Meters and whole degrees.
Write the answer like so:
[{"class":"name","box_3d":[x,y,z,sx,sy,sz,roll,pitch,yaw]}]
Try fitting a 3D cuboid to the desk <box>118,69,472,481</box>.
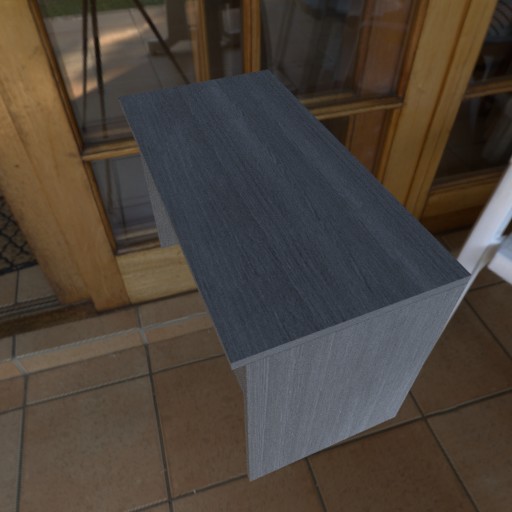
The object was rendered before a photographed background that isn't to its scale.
[{"class":"desk","box_3d":[0.000,0.000,1.501,0.557,0.729,1.099,-17,49,-15]}]
